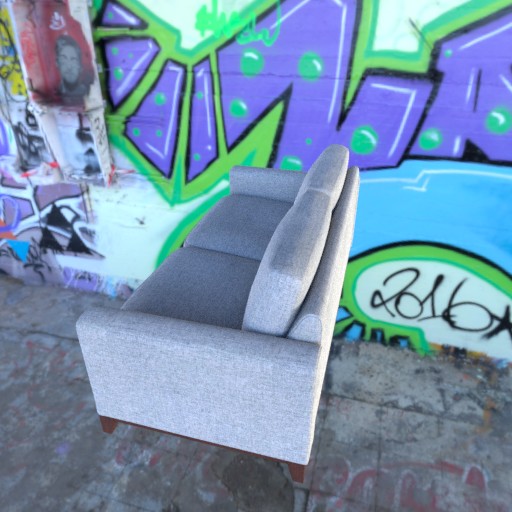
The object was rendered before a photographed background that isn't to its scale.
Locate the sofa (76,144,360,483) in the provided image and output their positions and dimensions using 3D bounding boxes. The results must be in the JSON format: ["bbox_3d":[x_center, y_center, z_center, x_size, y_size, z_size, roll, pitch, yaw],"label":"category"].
[{"bbox_3d":[0.000,0.000,2.477,0.969,0.892,1.978,8,31,14],"label":"sofa"}]
